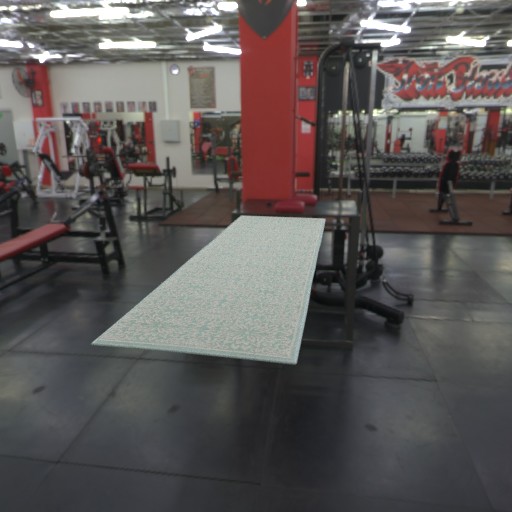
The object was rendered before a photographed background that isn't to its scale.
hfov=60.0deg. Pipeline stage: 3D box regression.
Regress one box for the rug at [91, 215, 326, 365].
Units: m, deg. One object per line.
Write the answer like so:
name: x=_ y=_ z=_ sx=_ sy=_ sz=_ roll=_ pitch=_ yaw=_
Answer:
rug: x=0.000 y=0.000 z=2.398 sx=0.662 sy=0.011 sz=2.196 roll=3 pitch=16 yaw=10
